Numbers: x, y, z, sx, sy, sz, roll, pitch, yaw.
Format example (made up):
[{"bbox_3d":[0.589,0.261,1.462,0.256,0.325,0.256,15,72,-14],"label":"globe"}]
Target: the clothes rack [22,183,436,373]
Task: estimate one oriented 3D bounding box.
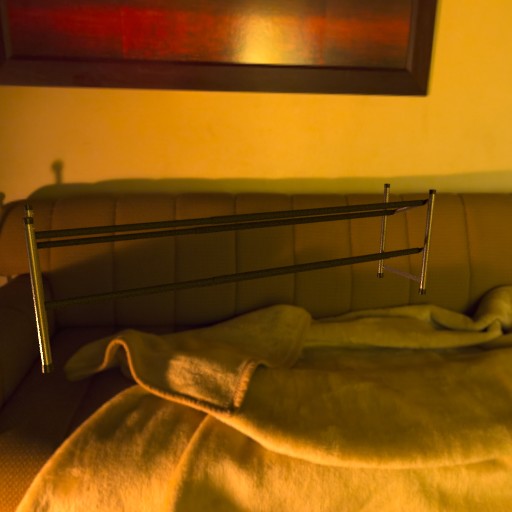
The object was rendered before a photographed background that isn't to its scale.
[{"bbox_3d":[0.000,0.000,1.286,1.168,0.349,0.229,-7,17,-26],"label":"clothes rack"}]
